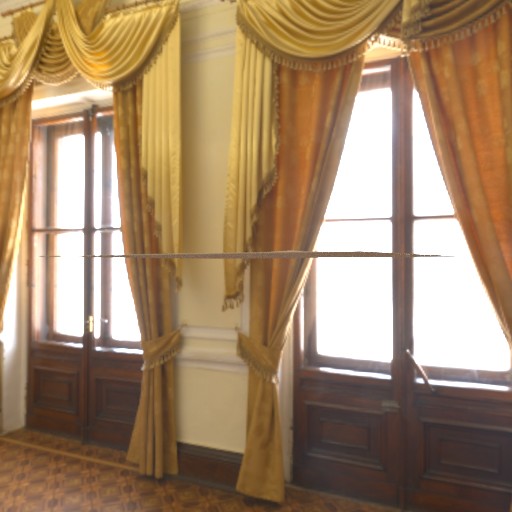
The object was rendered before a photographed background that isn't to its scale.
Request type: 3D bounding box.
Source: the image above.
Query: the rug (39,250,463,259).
[{"bbox_3d":[0.000,0.000,4.082,3.051,0.021,2.448,-1,-1,36],"label":"rug"}]
